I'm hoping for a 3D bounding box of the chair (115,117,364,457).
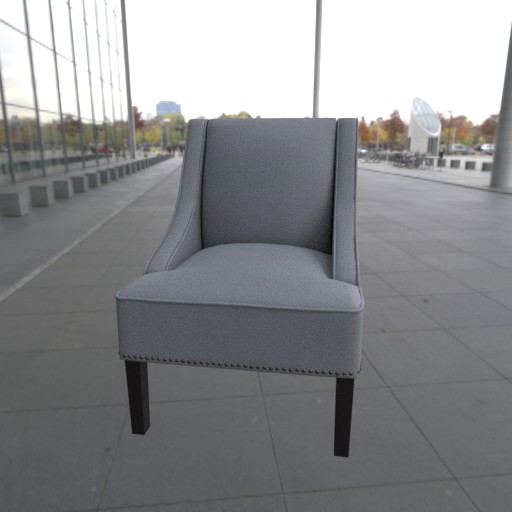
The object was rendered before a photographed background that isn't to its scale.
[{"bbox_3d":[0.000,0.000,1.395,0.631,0.867,0.747,2,14,9],"label":"chair"}]
